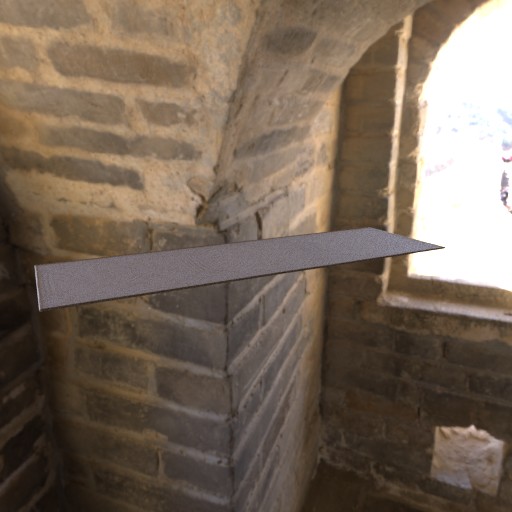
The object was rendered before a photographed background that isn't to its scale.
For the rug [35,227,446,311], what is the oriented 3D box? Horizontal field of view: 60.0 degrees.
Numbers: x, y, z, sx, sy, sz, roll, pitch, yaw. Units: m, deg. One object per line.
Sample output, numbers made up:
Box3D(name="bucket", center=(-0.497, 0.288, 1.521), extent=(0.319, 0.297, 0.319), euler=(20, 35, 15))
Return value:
Box3D(name="rug", center=(0.000, 0.000, 2.747), extent=(2.452, 0.012, 0.775), euler=(-7, 17, -26))
